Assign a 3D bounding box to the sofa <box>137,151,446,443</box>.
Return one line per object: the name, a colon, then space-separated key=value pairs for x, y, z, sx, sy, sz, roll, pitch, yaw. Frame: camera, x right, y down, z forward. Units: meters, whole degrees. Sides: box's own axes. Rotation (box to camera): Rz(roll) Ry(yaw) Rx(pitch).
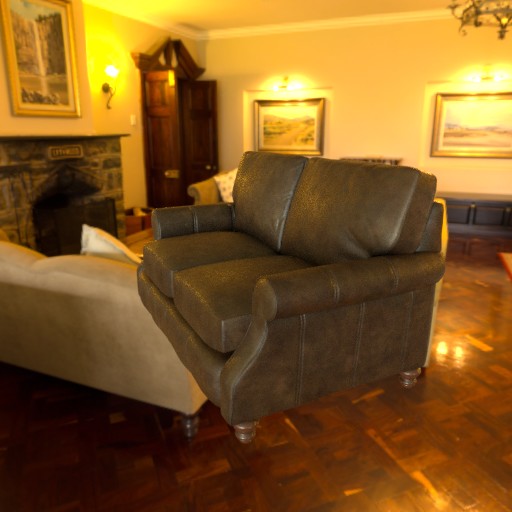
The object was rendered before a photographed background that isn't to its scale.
sofa: x=0.000 y=0.000 z=2.248 sx=0.990 sy=0.976 sz=1.616 roll=-8 pitch=18 yaw=-26
